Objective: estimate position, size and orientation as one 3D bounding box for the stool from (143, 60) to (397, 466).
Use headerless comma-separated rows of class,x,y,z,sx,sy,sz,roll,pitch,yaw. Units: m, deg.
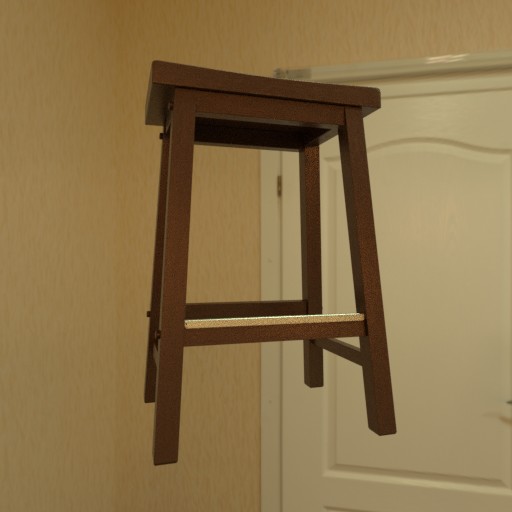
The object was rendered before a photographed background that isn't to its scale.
stool,0.000,0.000,0.853,0.406,0.610,0.322,0,0,-17
